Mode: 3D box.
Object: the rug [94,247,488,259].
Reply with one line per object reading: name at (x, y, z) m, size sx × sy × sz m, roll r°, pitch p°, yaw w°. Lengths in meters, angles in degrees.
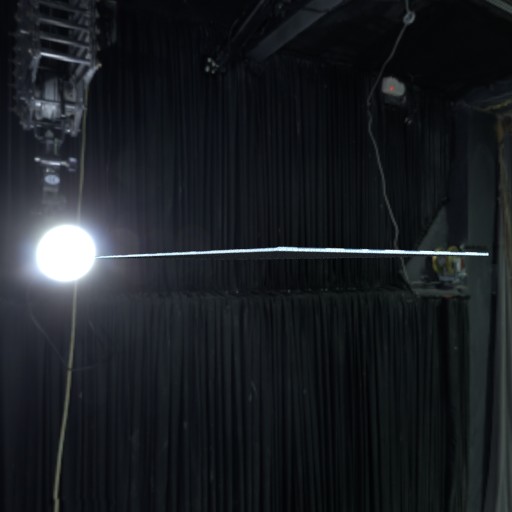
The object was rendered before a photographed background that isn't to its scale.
rug at (0.000, 0.000, 3.075) m, size 1.518 × 0.015 × 2.438 m, roll 1°, pitch -1°, yaw -35°
